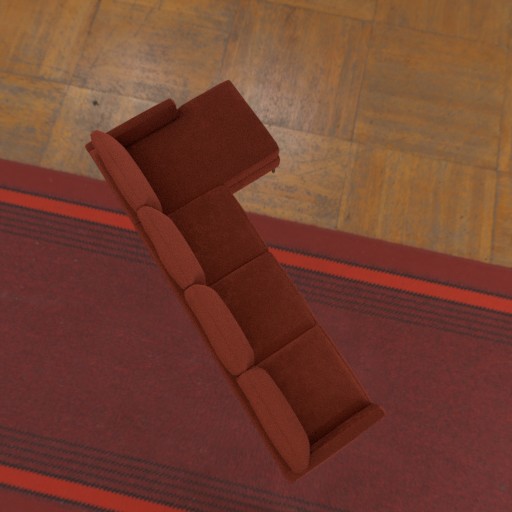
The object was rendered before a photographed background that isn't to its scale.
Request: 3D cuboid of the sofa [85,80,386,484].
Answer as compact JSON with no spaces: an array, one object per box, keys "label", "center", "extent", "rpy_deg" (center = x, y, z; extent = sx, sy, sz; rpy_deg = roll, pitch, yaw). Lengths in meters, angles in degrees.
[{"label":"sofa","center":[0.000,0.000,3.425],"extent":[1.350,0.810,2.932],"rpy_deg":[-32,77,-8]}]
